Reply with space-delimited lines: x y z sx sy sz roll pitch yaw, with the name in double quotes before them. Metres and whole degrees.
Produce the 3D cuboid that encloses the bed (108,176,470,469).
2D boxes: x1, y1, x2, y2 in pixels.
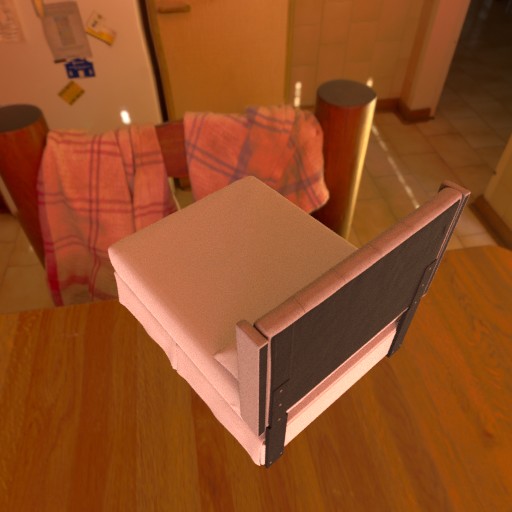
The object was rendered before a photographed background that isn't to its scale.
"bed" 0.000 0.000 3.430 1.719 1.665 2.066 -31 54 -27
